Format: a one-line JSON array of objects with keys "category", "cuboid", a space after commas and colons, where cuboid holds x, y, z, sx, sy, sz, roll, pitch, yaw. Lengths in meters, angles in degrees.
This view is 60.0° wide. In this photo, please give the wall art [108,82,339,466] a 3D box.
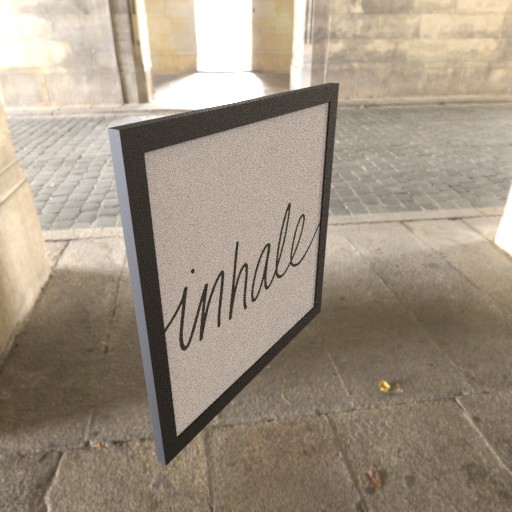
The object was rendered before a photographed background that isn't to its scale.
[{"category": "wall art", "cuboid": [0.000, 0.000, 0.528, 0.013, 0.356, 0.356, 18, 32, 31]}]
